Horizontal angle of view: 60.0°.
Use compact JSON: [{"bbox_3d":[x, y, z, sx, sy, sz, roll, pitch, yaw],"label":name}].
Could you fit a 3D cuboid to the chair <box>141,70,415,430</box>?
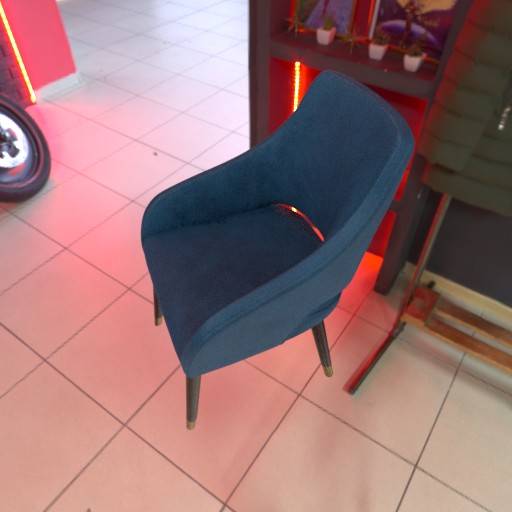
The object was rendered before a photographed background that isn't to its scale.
[{"bbox_3d":[0.000,0.000,1.596,0.794,1.081,0.683,-16,48,-16],"label":"chair"}]
